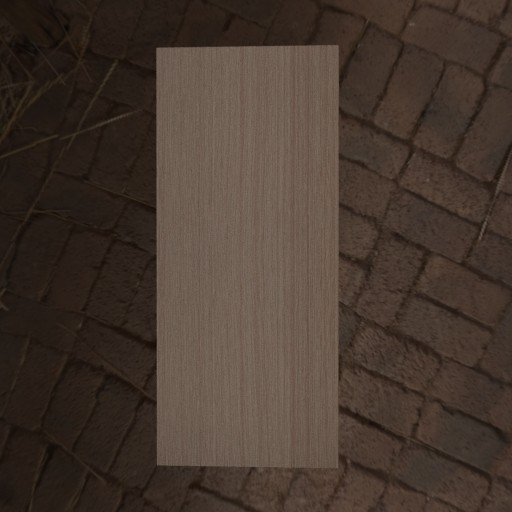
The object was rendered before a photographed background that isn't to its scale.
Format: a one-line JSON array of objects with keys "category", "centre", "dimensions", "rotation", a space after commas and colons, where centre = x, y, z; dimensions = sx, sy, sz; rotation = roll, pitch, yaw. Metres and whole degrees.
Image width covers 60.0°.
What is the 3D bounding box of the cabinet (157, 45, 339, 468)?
[{"category": "cabinet", "centre": [0.000, 0.000, 1.622], "dimensions": [0.470, 1.016, 1.057], "rotation": [0, 90, 2]}]
